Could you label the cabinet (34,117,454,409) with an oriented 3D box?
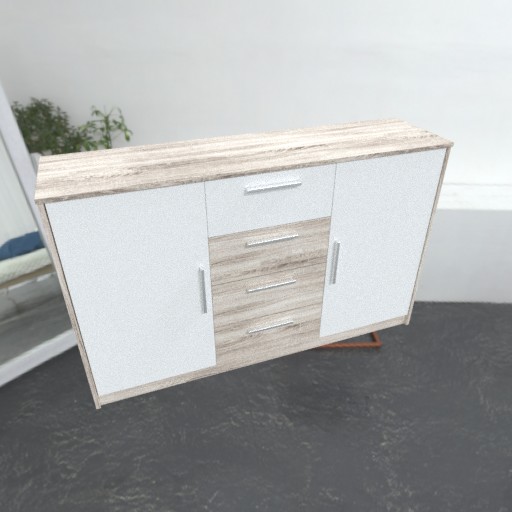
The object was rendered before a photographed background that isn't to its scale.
[{"bbox_3d":[0.000,0.000,1.829,1.450,0.900,0.380,-11,34,-17],"label":"cabinet"}]
